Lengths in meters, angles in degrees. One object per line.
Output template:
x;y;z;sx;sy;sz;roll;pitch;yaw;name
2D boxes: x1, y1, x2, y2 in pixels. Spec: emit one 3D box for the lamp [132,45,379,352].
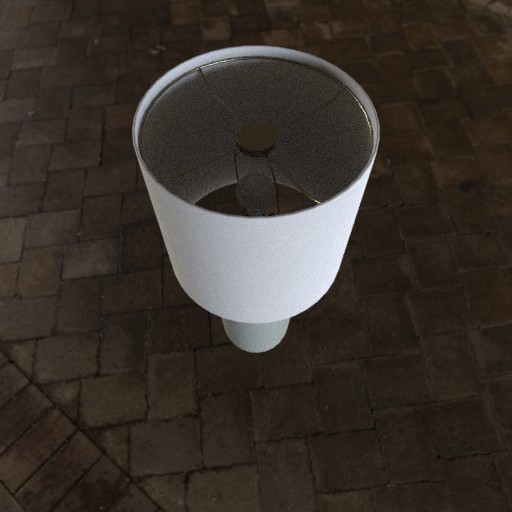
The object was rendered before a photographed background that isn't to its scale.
0.000;0.000;0.602;0.220;0.475;0.220;-17;60;-10;lamp
